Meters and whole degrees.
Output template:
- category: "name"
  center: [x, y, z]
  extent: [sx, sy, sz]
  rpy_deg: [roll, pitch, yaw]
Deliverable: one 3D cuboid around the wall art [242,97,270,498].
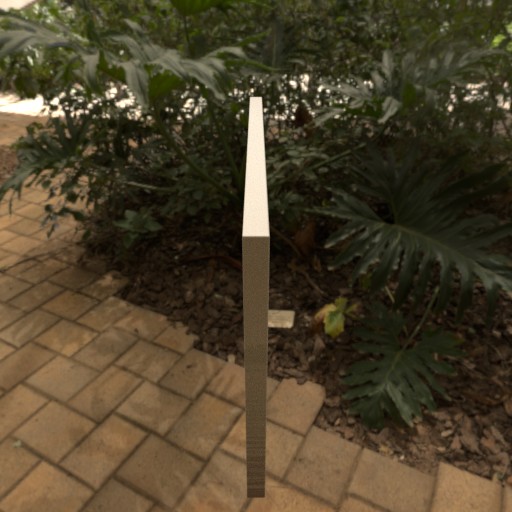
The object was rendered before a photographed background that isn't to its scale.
- category: "wall art"
  center: [0.000, 0.000, 1.145]
  extent: [0.037, 0.609, 0.916]
  rpy_deg: [0, 31, 0]
